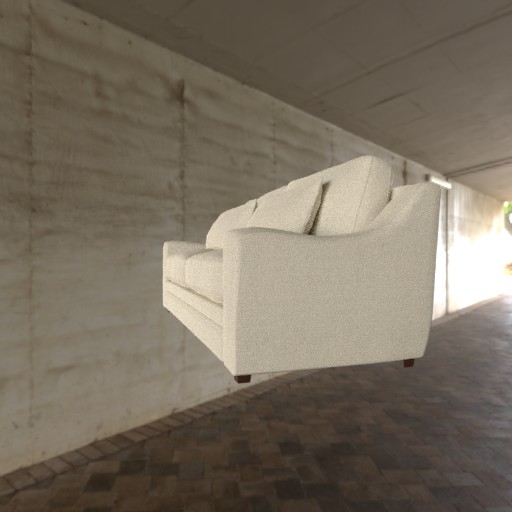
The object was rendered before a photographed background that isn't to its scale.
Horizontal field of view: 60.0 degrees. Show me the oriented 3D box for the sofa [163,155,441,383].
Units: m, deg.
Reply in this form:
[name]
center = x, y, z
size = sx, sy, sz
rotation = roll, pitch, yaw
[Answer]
[sofa]
center = 0.000, 0.000, 3.040
size = 1.009, 1.022, 2.470
rotation = 0, 1, -18
